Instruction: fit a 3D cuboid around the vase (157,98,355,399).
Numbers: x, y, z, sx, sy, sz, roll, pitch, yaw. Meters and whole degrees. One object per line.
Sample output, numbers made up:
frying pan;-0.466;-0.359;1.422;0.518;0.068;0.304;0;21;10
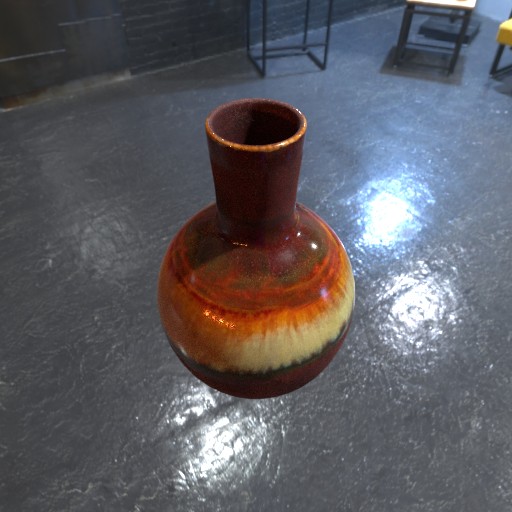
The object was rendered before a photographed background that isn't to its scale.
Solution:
vase;0.000;0.000;0.233;0.111;0.154;0.111;0;45;0
